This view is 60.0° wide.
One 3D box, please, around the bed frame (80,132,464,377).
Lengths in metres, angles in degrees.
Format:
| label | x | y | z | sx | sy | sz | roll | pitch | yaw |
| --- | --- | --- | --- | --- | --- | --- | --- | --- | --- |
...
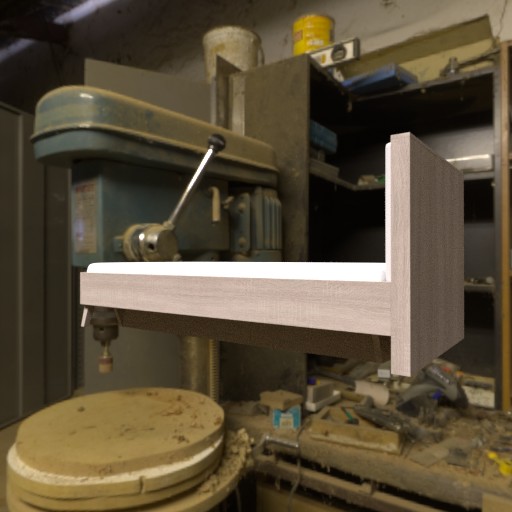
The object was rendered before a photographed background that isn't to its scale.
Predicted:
| label | x | y | z | sx | sy | sz | roll | pitch | yaw |
| --- | --- | --- | --- | --- | --- | --- | --- | --- | --- |
| bed frame | 0.000 | 0.000 | 2.693 | 2.140 | 0.920 | 0.990 | 0 | 0 | 36 |
